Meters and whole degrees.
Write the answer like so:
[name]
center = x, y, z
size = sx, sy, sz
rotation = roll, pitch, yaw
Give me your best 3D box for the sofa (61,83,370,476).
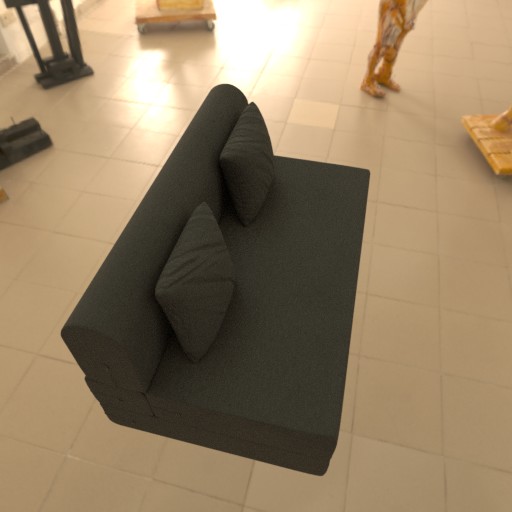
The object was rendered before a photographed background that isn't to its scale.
[sofa]
center = 0.000, 0.000, 1.649
size = 0.762, 0.670, 1.225
rotation = 10, 49, 9
